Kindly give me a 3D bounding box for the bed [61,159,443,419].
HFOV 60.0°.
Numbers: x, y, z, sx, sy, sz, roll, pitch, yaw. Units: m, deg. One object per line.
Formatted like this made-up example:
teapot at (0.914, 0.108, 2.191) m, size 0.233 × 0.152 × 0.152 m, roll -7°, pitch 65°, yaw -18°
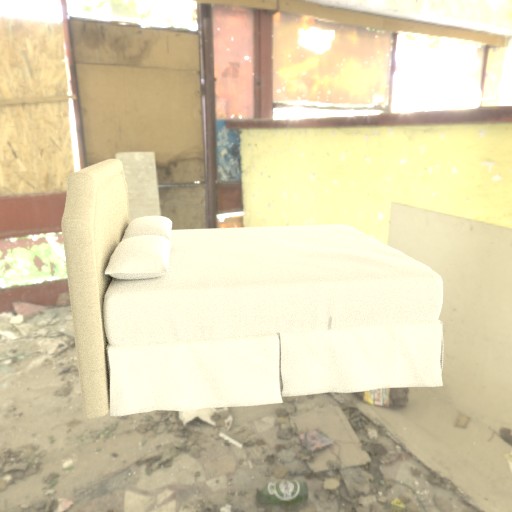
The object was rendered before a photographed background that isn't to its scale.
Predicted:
bed at (0.000, 0.000, 3.115) m, size 2.116 × 1.290 × 1.693 m, roll -3°, pitch 16°, yaw -9°
